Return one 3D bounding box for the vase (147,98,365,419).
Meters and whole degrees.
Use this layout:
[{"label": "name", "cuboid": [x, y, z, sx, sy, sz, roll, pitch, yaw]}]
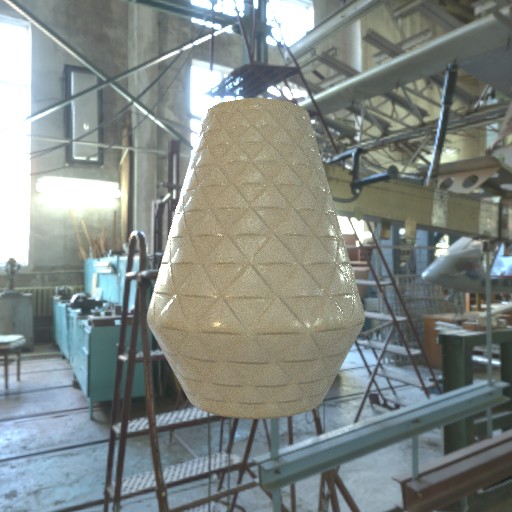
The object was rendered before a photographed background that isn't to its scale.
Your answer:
[{"label": "vase", "cuboid": [0.000, 0.000, 0.366, 0.175, 0.230, 0.175, 0, -1, 0]}]
